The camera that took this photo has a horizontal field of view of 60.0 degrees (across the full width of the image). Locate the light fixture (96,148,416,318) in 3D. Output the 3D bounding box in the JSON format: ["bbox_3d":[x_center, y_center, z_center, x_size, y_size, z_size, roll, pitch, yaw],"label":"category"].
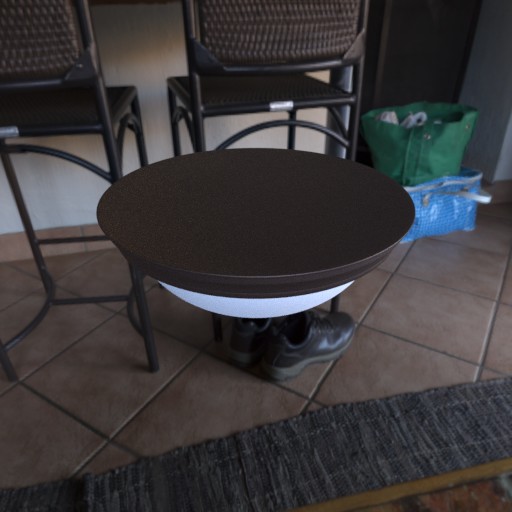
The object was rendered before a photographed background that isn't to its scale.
[{"bbox_3d":[0.000,0.000,0.440,0.280,0.135,0.280,0,30,0],"label":"light fixture"}]
